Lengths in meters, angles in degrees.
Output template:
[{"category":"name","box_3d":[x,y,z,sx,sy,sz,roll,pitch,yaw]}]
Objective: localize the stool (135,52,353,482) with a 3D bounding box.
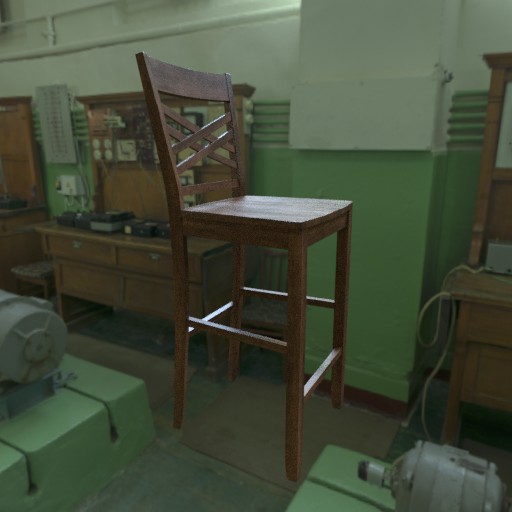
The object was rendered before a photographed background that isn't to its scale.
[{"category":"stool","box_3d":[0.000,0.000,1.335,0.487,1.105,0.433,8,16,27]}]
